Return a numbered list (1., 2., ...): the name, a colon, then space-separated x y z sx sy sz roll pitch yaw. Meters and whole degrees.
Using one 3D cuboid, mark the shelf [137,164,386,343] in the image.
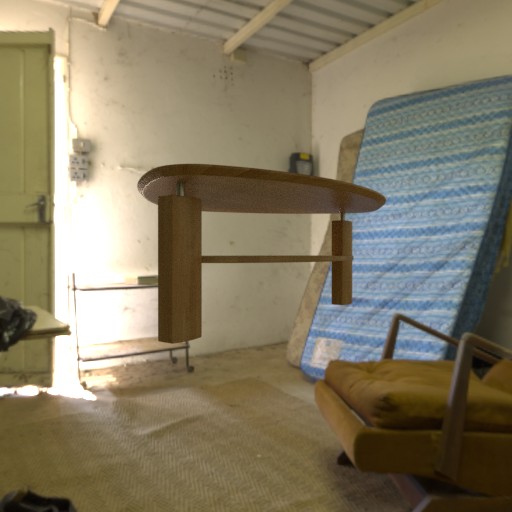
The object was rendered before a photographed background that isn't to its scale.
1. shelf: 0.000 0.000 1.663 0.863 0.439 1.240 0 0 35
